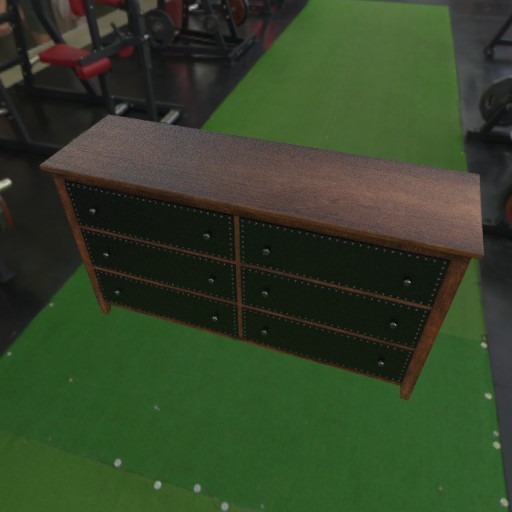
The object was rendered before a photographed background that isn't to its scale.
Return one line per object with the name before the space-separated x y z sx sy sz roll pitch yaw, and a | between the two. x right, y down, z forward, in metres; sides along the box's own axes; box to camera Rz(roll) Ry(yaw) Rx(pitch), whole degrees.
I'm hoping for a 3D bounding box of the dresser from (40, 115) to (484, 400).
dresser | 0.000 0.000 1.910 1.551 0.856 0.463 13 44 14
